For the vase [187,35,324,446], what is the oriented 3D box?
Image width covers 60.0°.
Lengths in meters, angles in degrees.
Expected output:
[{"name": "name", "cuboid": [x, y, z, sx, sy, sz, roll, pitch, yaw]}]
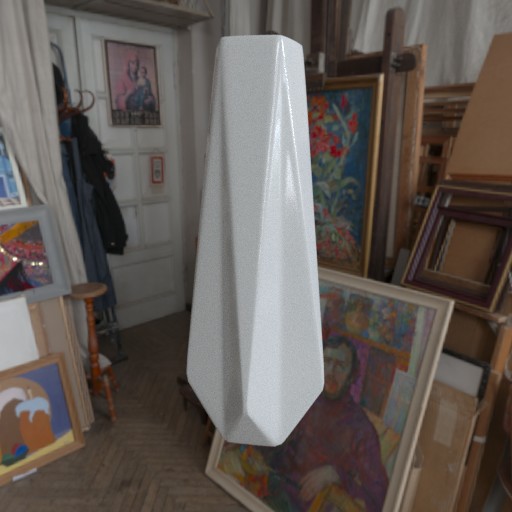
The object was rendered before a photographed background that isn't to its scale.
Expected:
[{"name": "vase", "cuboid": [0.000, 0.000, 0.373, 0.122, 0.329, 0.116, 2, 15, 8]}]
